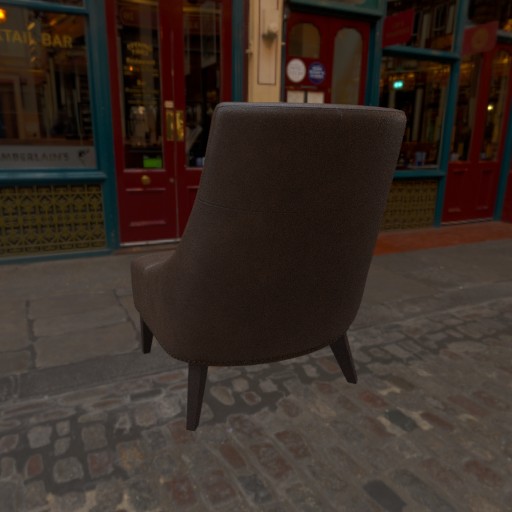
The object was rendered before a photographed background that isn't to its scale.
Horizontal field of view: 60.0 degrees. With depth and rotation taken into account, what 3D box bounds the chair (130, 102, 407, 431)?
[{"bbox_3d":[0.000,0.000,1.486,0.701,0.909,0.861,-7,16,-26],"label":"chair"}]
